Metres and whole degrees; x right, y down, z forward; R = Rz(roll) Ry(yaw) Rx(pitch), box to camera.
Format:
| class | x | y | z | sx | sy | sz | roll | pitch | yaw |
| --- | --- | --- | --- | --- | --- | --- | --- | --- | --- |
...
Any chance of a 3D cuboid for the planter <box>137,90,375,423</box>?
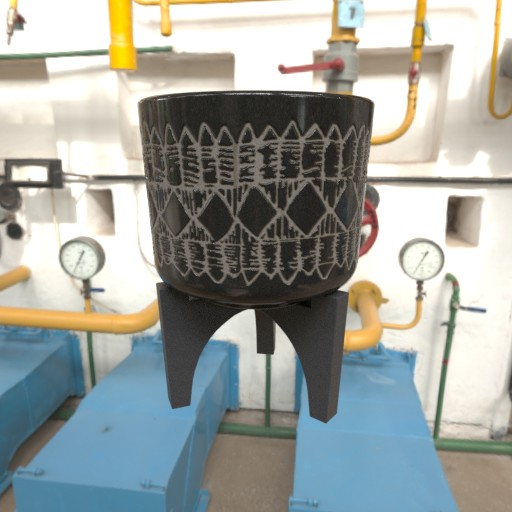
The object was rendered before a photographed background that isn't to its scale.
| class | x | y | z | sx | sy | sz | roll | pitch | yaw |
| --- | --- | --- | --- | --- | --- | --- | --- | --- | --- |
| planter | 0.000 | 0.000 | 0.270 | 0.129 | 0.177 | 0.129 | 0 | 15 | 0 |
